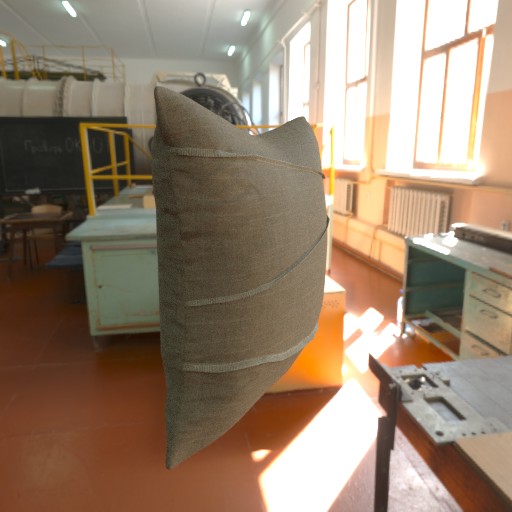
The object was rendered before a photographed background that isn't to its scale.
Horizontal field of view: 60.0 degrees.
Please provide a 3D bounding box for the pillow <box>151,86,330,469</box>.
[{"bbox_3d":[0.000,0.000,0.619,0.169,0.400,0.424,6,15,25],"label":"pillow"}]
